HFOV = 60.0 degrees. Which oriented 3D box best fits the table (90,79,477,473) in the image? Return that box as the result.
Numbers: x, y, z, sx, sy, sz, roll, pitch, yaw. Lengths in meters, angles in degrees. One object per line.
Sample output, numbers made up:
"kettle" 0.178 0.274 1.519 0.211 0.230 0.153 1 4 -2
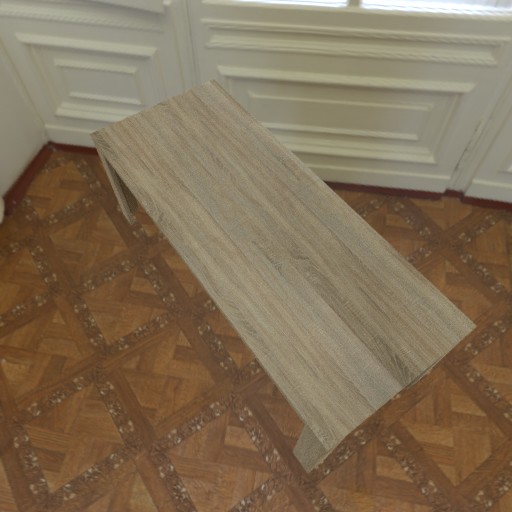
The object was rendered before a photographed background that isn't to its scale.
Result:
"table" 0.000 0.000 2.692 0.900 0.790 2.200 -32 63 -18
